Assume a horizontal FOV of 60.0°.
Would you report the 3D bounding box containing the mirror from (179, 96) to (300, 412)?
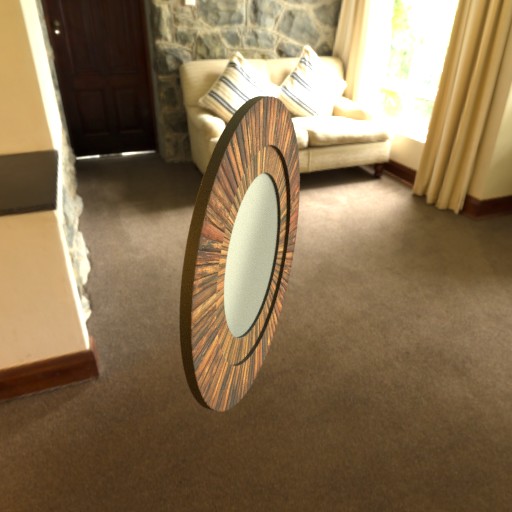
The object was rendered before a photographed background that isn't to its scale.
[{"bbox_3d":[0.000,0.000,1.584,0.036,1.077,1.077,10,31,17],"label":"mirror"}]
